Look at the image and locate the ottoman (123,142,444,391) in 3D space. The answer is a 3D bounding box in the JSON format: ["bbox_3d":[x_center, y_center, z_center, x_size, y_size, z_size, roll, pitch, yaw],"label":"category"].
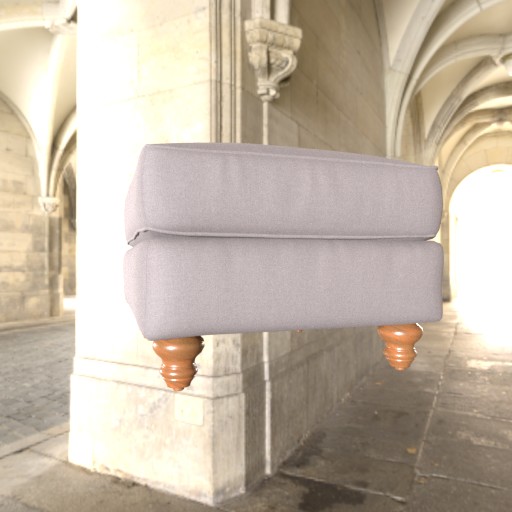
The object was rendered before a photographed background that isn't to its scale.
[{"bbox_3d":[0.000,0.000,1.167,0.662,0.505,0.721,0,-1,-19],"label":"ottoman"}]
